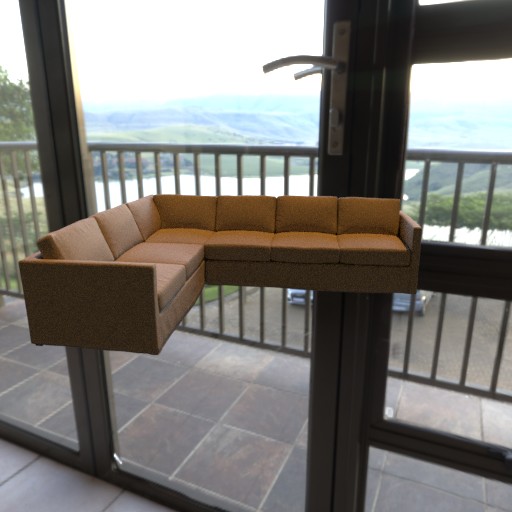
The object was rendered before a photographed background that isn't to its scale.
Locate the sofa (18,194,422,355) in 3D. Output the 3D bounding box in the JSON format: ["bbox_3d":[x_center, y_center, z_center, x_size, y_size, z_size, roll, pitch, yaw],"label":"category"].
[{"bbox_3d":[0.000,0.000,4.228,3.182,0.871,2.432,2,16,6],"label":"sofa"}]
